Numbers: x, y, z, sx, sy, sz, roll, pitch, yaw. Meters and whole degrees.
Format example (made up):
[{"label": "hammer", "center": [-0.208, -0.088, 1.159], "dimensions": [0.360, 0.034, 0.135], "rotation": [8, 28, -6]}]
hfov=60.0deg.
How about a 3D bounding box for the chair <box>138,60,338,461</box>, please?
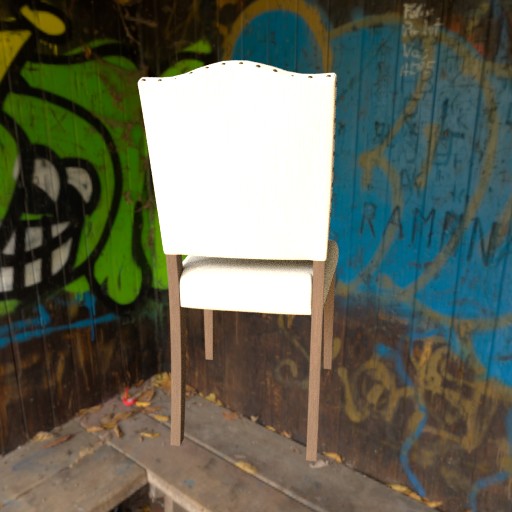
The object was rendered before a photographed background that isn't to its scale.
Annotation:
[{"label": "chair", "center": [0.000, 0.000, 1.348], "dimensions": [0.508, 1.015, 0.619], "rotation": [2, 15, 9]}]
